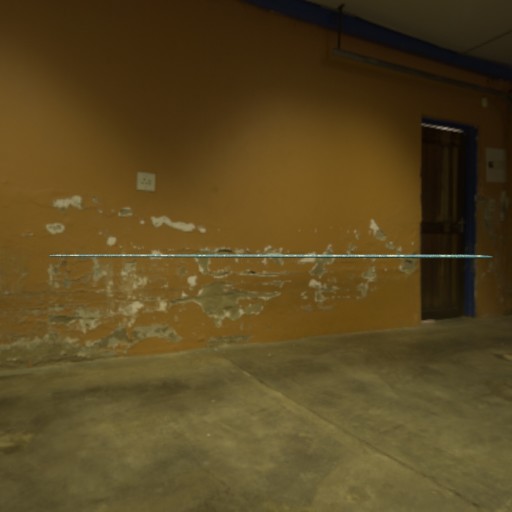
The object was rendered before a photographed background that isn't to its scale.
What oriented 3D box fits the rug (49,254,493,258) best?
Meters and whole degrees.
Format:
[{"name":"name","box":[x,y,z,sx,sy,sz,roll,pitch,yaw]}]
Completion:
[{"name":"rug","box":[0.000,0.000,2.412,2.196,0.011,0.662,0,0,19]}]
